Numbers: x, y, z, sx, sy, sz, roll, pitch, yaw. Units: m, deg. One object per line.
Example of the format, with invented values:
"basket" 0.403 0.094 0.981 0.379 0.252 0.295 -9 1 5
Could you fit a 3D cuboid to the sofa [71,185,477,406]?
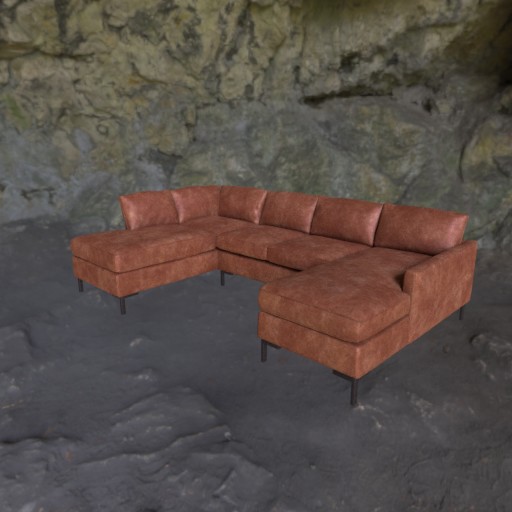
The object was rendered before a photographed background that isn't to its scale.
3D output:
"sofa" 0.000 0.000 3.795 2.956 0.900 1.939 14 21 42
